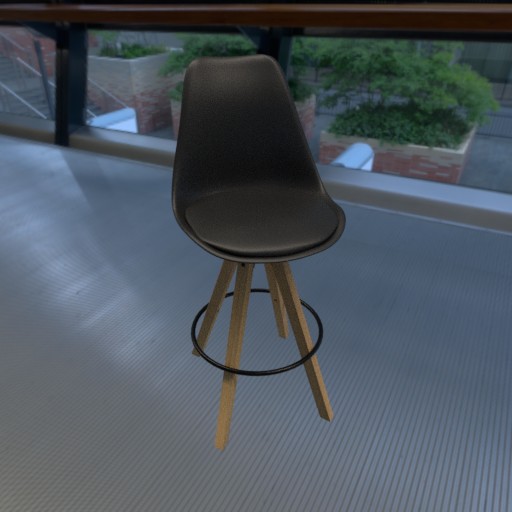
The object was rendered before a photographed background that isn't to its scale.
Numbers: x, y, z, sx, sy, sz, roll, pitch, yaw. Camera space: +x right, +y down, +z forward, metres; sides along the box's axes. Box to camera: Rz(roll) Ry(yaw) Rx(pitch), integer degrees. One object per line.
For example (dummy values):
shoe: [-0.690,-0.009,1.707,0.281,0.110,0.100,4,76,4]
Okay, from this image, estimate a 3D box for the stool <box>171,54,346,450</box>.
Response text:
stool: [0.000,0.000,1.413,0.485,1.115,0.550,-9,32,-14]
